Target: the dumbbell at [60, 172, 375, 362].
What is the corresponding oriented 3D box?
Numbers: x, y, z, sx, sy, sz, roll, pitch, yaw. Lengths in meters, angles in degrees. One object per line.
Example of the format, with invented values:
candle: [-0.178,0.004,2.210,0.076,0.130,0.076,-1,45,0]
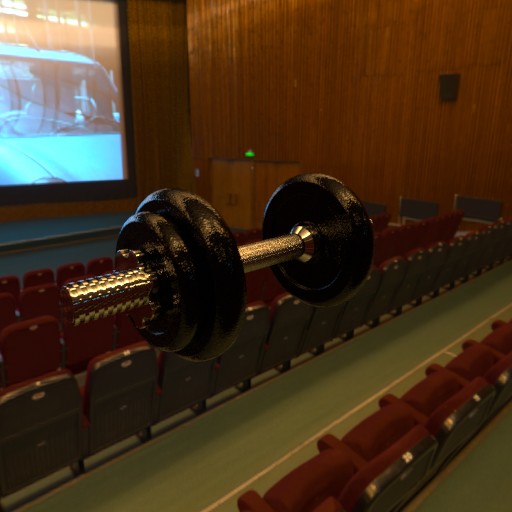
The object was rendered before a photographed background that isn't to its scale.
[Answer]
dumbbell: [0.000,0.000,0.587,0.497,0.202,0.202,-15,22,-41]
